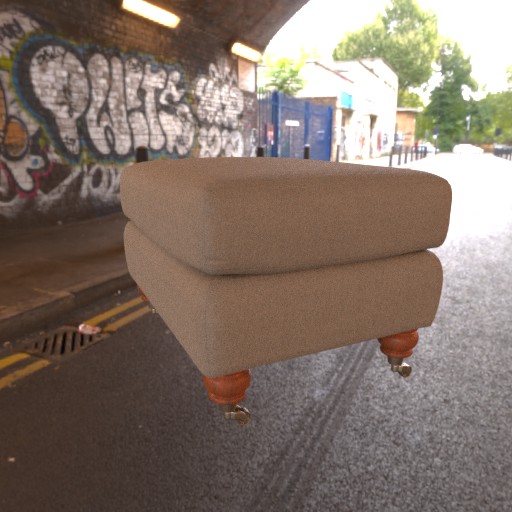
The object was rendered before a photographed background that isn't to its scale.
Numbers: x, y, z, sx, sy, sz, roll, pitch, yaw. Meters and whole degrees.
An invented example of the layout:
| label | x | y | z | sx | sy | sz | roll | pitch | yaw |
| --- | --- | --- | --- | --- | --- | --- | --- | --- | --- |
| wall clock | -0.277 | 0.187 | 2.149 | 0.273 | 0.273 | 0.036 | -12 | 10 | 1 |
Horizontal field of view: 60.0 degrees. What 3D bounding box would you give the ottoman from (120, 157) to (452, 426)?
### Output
| label | x | y | z | sx | sy | sz | roll | pitch | yaw |
| --- | --- | --- | --- | --- | --- | --- | --- | --- | --- |
| ottoman | 0.000 | 0.000 | 1.162 | 0.569 | 0.504 | 0.773 | -7 | 16 | -25 |
